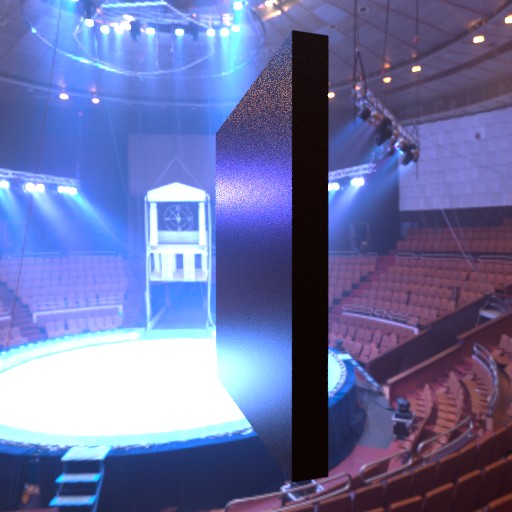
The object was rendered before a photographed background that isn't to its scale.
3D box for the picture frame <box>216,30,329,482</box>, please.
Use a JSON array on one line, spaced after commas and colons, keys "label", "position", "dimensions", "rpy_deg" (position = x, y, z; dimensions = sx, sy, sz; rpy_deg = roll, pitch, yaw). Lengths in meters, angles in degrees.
[{"label": "picture frame", "position": [0.000, 0.000, 0.532], "dimensions": [0.034, 0.378, 0.328], "rpy_deg": [0, 0, -16]}]
